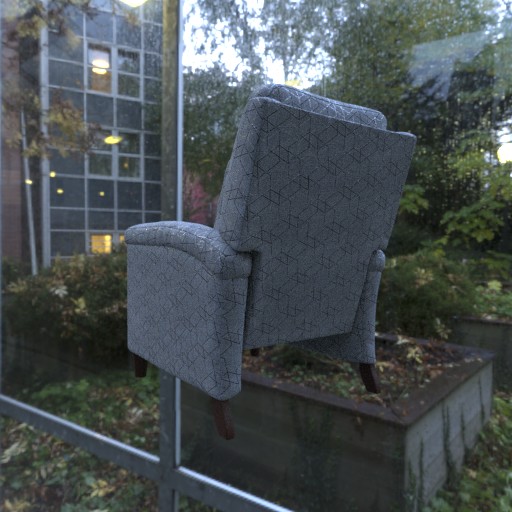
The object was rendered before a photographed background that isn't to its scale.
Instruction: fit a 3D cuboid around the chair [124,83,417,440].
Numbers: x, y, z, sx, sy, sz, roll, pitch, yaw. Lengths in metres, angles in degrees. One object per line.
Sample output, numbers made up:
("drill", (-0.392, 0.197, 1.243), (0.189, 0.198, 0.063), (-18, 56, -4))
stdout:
("chair", (0.000, 0.000, 1.744), (0.753, 1.048, 0.987), (-1, 2, -36))
